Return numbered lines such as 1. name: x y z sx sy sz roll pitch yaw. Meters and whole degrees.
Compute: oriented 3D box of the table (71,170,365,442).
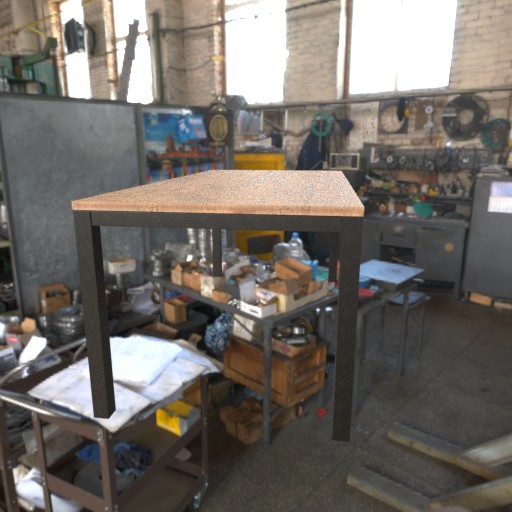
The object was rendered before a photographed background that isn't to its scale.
1. table: 0.000 0.000 2.276 0.893 0.767 1.805 2 14 8
